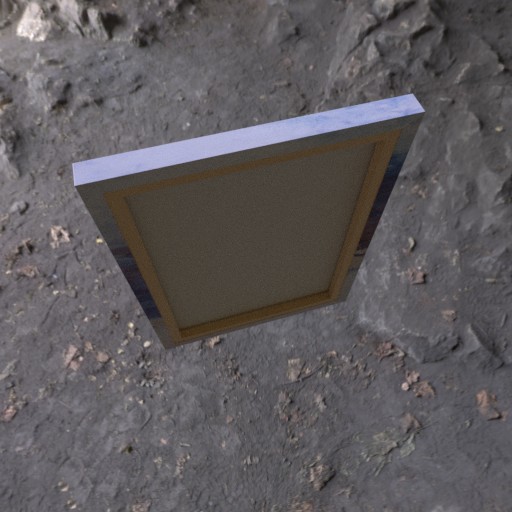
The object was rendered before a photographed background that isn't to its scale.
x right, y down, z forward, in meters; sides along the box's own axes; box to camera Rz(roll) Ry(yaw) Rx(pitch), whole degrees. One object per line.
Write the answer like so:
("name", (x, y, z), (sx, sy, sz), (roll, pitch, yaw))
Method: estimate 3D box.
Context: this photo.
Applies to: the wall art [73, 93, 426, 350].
("wall art", (0.000, 0.000, 0.791), (0.437, 0.581, 0.036), (-14, 61, -8))
